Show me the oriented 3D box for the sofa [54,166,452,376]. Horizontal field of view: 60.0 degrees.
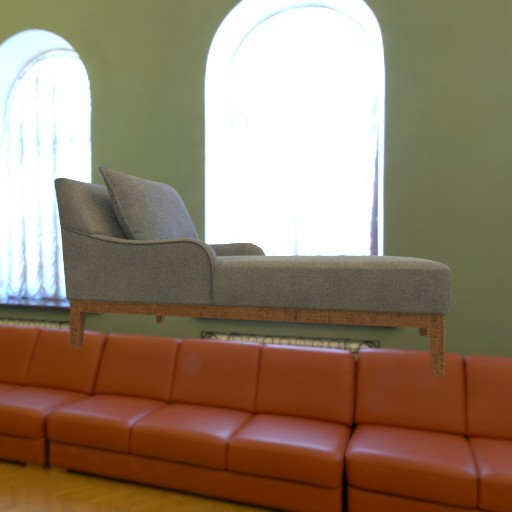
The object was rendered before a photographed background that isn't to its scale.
[{"bbox_3d":[0.000,0.000,2.300,1.779,0.883,0.904,0,0,17],"label":"sofa"}]
